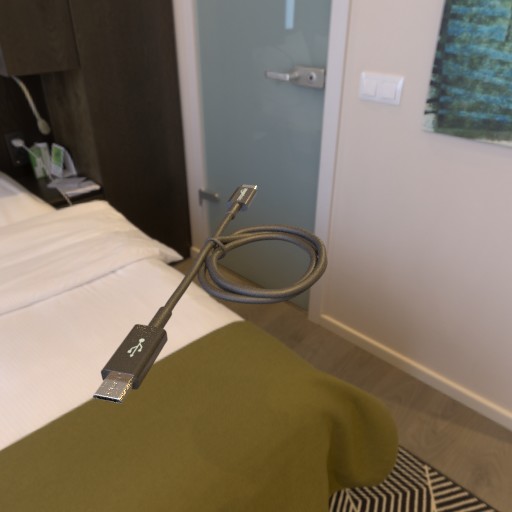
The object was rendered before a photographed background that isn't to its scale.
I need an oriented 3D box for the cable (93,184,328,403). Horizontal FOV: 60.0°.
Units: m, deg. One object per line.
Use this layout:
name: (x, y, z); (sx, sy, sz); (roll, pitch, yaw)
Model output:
cable: (0.000, 0.000, 0.219); (0.070, 0.014, 0.192); (7, 31, 11)
